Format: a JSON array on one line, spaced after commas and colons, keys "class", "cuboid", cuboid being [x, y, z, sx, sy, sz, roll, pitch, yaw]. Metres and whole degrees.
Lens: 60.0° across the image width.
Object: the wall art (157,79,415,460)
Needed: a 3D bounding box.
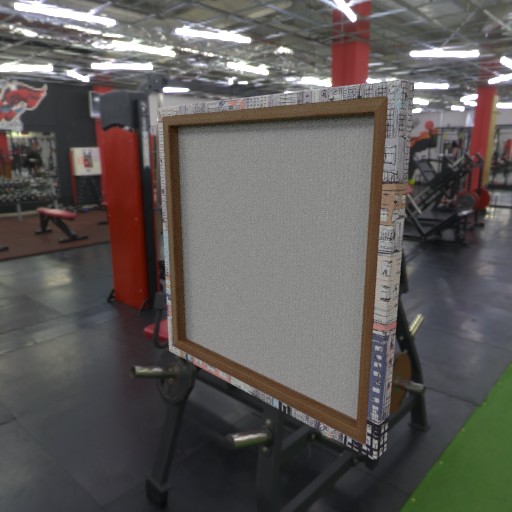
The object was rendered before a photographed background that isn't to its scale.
[{"class": "wall art", "cuboid": [0.000, 0.000, 1.127, 0.761, 0.762, 0.048, 13, 18, 43]}]
